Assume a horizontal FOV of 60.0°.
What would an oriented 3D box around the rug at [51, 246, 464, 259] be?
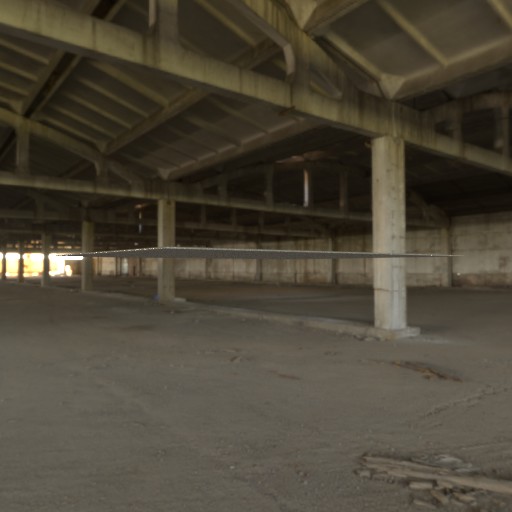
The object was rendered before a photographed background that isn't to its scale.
[{"bbox_3d":[0.000,0.000,4.176,3.057,0.013,2.434,1,-2,-38],"label":"rug"}]
